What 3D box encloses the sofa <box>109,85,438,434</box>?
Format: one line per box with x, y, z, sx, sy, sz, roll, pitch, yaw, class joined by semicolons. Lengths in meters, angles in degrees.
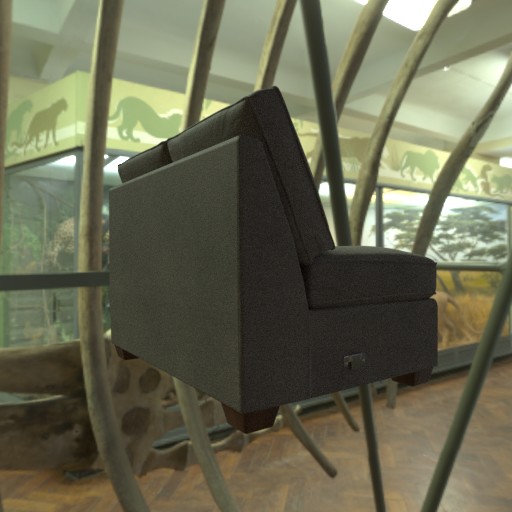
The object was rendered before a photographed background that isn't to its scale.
0.000;0.000;1.982;0.951;1.008;1.237;0;0;-35;sofa
